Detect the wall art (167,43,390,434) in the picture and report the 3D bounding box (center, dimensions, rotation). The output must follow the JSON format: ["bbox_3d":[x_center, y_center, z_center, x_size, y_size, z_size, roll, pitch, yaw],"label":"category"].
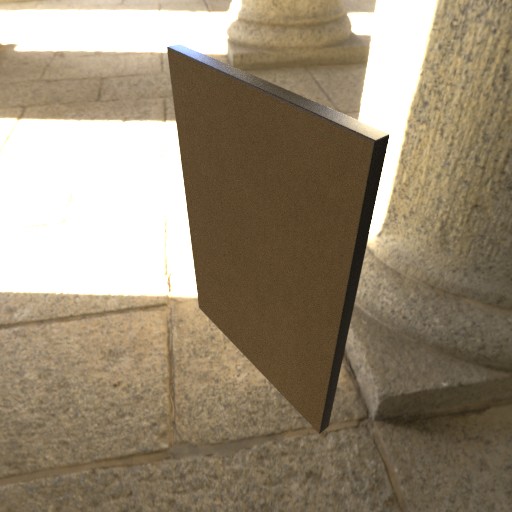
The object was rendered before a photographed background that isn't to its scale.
[{"bbox_3d":[0.000,0.000,0.585,0.019,0.455,0.314,-28,48,-28],"label":"wall art"}]
